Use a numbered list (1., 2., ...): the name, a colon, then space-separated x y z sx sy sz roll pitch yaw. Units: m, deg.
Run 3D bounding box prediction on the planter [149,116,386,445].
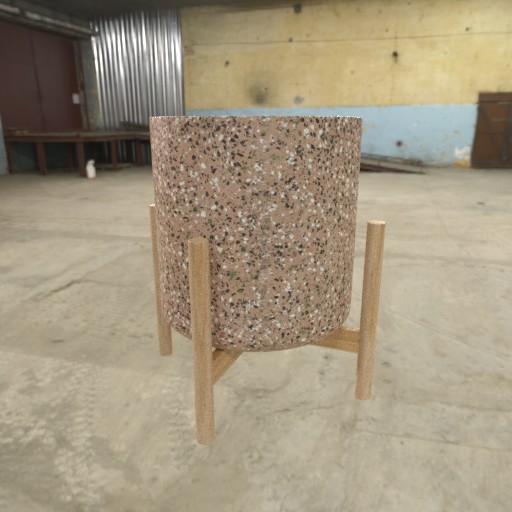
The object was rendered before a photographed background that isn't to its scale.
1. planter: 0.000 0.000 0.704 0.360 0.419 0.360 16 23 42
